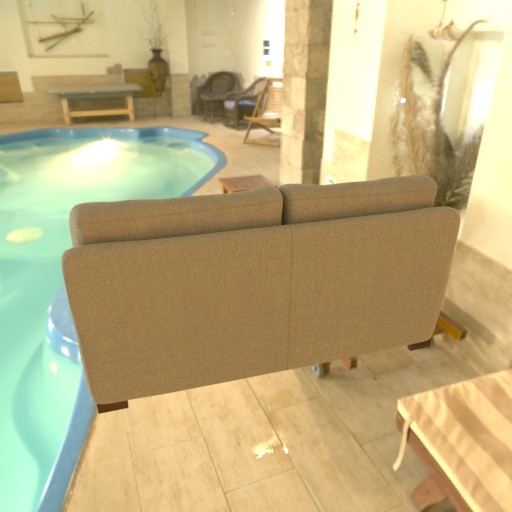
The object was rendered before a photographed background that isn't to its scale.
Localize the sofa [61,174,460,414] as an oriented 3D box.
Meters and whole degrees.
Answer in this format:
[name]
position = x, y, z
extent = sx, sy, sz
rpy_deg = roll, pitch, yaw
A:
[sofa]
position = 0.000, 0.000, 2.467
extent = 1.855, 0.980, 0.962
rpy_deg = -7, 27, -15
